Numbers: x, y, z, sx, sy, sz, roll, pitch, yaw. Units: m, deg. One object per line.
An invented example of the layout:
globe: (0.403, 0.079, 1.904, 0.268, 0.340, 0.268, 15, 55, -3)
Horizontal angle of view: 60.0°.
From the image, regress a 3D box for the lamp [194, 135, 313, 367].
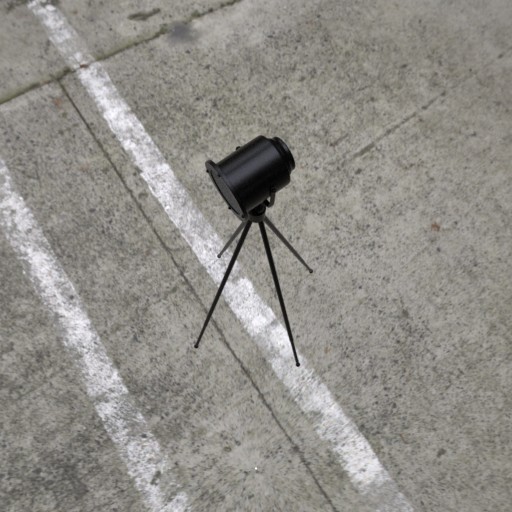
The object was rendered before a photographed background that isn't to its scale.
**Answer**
lamp: (0.000, 0.000, 2.071, 0.884, 1.504, 0.879, -32, 68, -14)
